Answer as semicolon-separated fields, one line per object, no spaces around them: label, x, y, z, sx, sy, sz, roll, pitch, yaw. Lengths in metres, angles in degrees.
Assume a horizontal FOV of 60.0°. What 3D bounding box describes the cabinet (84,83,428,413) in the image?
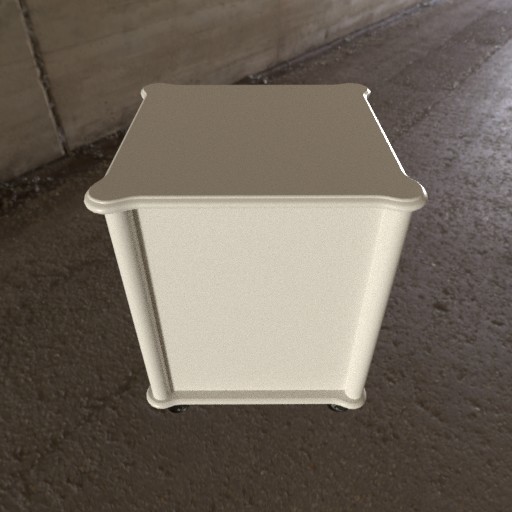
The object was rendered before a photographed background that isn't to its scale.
cabinet;0.000;0.000;1.253;0.627;0.761;0.628;0;40;0
